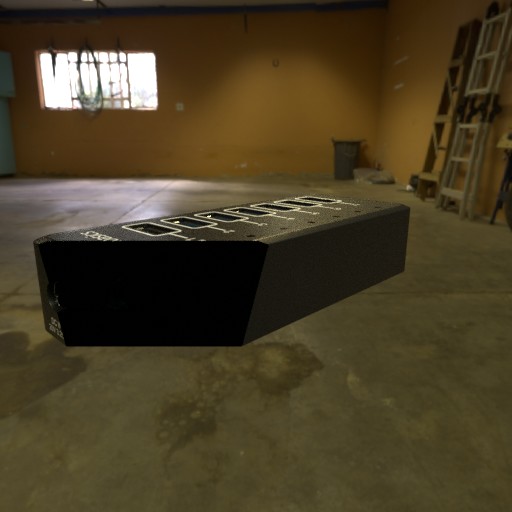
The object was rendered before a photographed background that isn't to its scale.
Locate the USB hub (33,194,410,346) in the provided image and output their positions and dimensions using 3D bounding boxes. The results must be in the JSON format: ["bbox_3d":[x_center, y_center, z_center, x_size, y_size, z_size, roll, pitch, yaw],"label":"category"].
[{"bbox_3d":[0.000,0.000,0.130,0.044,0.023,0.110,15,21,42],"label":"USB hub"}]
